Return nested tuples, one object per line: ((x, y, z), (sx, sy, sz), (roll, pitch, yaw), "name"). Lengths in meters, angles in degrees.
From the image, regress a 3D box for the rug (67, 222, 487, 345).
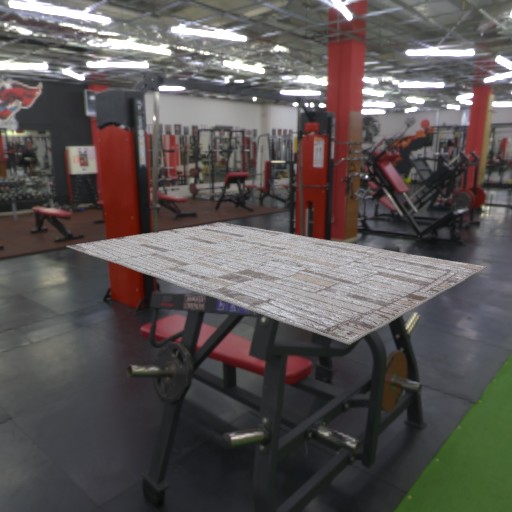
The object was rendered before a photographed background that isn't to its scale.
((0.000, 0.000, 2.988), (2.444, 0.023, 1.531), (13, 18, 43), "rug")
